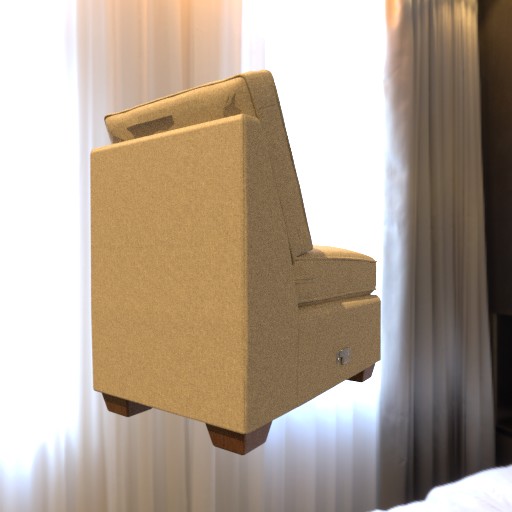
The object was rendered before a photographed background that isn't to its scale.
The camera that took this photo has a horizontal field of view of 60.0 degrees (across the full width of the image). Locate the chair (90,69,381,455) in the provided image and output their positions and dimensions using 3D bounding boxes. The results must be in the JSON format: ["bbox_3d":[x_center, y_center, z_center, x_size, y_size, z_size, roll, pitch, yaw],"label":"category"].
[{"bbox_3d":[0.000,0.000,1.716,0.674,1.058,1.020,0,0,36],"label":"chair"}]
